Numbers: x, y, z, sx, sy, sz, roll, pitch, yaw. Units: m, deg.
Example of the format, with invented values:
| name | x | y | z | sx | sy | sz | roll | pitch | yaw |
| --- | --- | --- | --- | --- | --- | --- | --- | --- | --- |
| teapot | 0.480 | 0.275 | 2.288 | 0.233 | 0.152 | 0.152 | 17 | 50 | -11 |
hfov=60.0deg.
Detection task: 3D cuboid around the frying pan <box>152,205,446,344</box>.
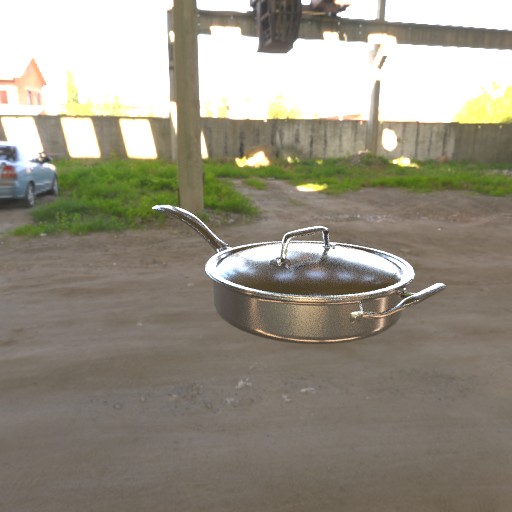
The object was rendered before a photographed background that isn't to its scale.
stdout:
| name | x | y | z | sx | sy | sz | roll | pitch | yaw |
| --- | --- | --- | --- | --- | --- | --- | --- | --- | --- |
| frying pan | 0.000 | 0.000 | 0.684 | 0.280 | 0.114 | 0.561 | -14 | 20 | -42 |
